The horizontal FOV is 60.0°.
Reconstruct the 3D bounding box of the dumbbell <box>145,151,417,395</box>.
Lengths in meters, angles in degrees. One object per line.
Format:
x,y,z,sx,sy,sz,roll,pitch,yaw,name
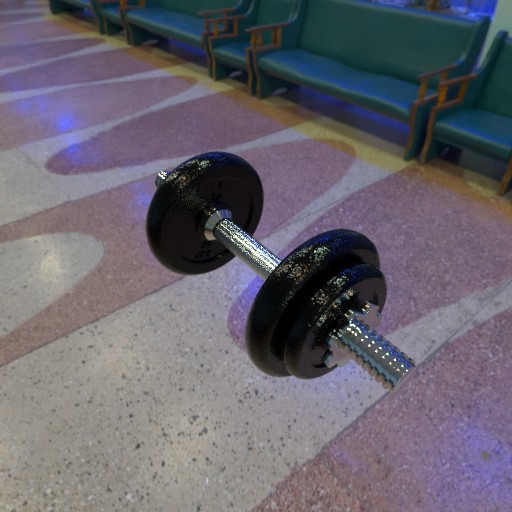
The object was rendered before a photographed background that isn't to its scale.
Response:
0.000,0.000,0.601,0.202,0.202,0.497,-27,47,-28,dumbbell
